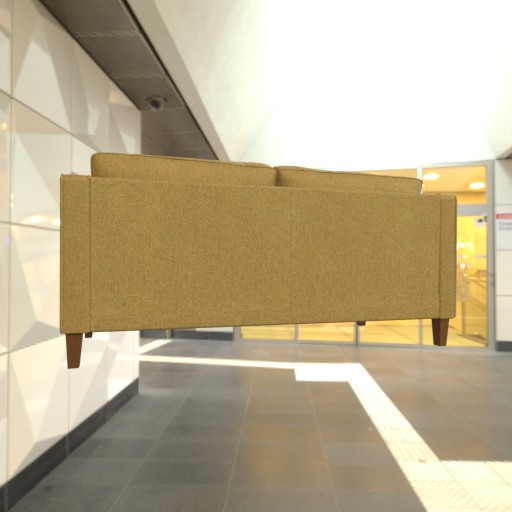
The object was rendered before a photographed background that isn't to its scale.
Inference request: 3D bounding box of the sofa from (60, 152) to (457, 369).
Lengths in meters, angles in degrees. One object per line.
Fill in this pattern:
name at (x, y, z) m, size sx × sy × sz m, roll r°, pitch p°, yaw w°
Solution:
sofa at (0.000, 0.000, 2.820) m, size 2.181 × 1.074 × 1.073 m, roll 0°, pitch -1°, yaw -17°
